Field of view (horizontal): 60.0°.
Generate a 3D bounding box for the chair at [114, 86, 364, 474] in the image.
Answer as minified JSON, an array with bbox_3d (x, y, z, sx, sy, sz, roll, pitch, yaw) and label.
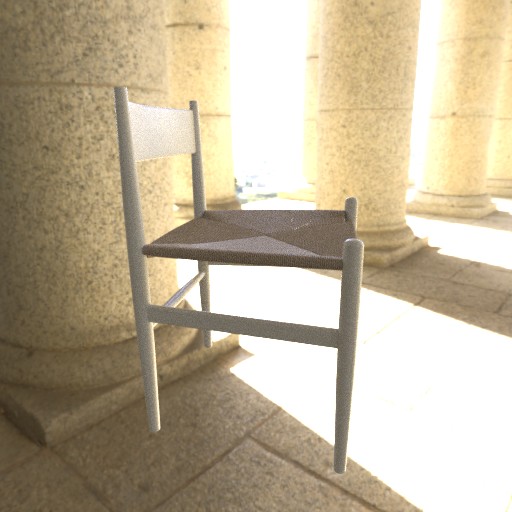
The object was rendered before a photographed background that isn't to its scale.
[{"bbox_3d":[0.000,0.000,1.104,0.495,0.762,0.556,3,16,11],"label":"chair"}]
